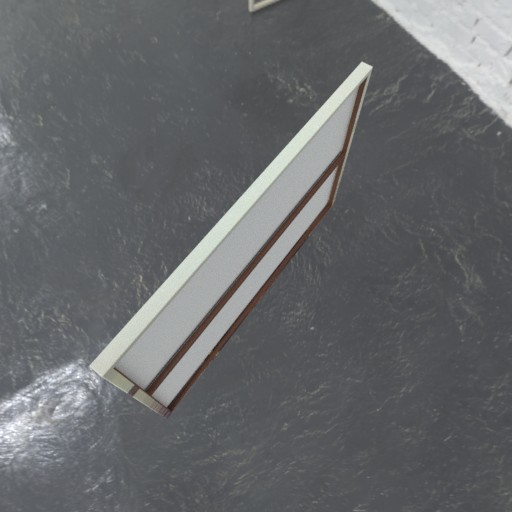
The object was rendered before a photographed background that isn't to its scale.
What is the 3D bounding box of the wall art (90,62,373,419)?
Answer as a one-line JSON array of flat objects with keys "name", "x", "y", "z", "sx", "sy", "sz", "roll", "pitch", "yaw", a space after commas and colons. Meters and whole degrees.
[{"name": "wall art", "x": 0.000, "y": 0.000, "z": 1.485, "sx": 0.040, "sy": 0.765, "sz": 1.149, "roll": 33, "pitch": 68, "yaw": 15}]
